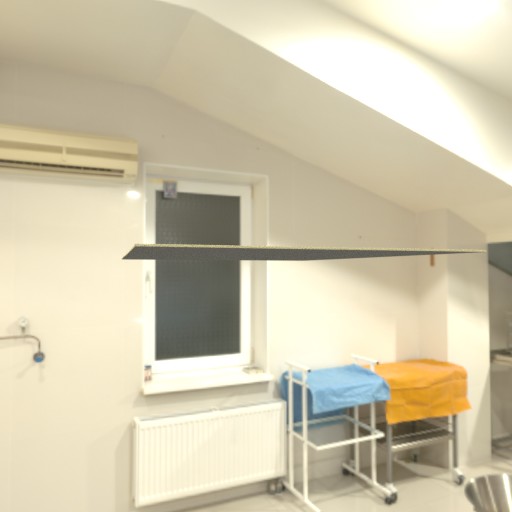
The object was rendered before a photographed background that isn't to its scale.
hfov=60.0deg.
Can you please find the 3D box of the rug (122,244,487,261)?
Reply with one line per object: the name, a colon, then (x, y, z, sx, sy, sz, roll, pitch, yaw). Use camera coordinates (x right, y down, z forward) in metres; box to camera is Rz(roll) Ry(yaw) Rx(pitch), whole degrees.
rug: (0.000, 0.000, 4.310, 2.452, 0.016, 3.204, 1, -2, -18)
